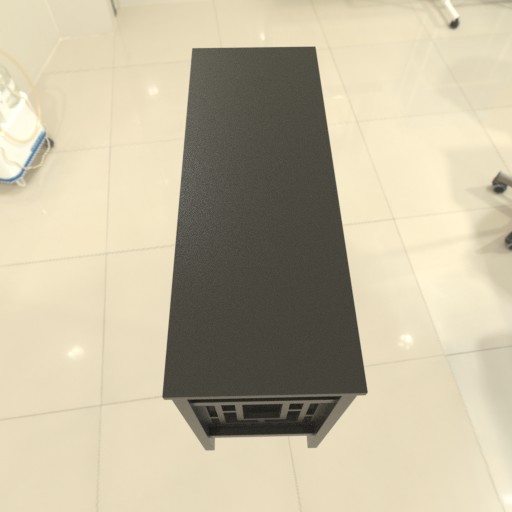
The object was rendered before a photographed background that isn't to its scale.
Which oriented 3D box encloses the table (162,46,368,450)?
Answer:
[{"bbox_3d":[0.000,0.000,1.428,0.397,0.753,1.068,-1,59,-1],"label":"table"}]
